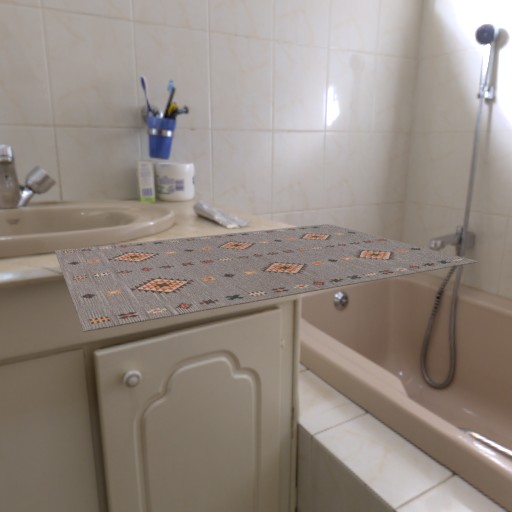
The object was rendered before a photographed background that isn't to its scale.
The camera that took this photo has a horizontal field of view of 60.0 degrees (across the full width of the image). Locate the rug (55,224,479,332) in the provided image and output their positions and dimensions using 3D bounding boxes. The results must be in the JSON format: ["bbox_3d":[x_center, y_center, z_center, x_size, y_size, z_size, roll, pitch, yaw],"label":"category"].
[{"bbox_3d":[0.000,0.000,2.280,1.818,0.005,1.217,-7,16,-27],"label":"rug"}]
